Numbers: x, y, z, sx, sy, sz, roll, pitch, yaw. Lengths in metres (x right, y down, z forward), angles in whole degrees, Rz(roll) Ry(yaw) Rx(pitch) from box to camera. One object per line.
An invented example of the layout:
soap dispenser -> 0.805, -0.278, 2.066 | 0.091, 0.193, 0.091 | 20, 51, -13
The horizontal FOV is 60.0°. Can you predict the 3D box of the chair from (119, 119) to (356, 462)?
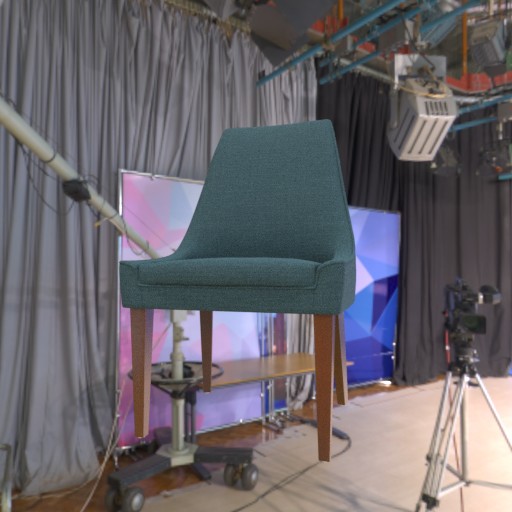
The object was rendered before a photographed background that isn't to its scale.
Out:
chair -> 0.000, 0.000, 1.211 | 0.529, 0.861, 0.544 | 0, -1, 17
